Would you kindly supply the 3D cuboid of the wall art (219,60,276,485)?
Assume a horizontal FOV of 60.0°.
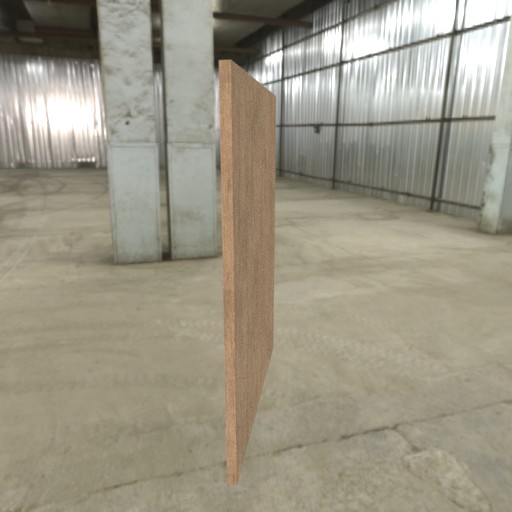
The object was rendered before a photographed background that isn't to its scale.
[{"bbox_3d":[0.000,0.000,0.939,0.018,0.686,0.534,2,15,9],"label":"wall art"}]
